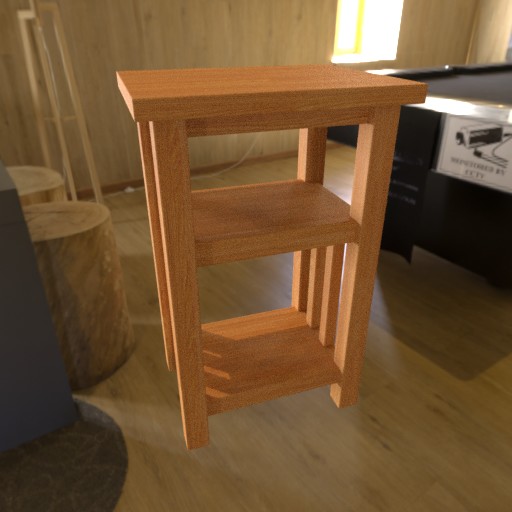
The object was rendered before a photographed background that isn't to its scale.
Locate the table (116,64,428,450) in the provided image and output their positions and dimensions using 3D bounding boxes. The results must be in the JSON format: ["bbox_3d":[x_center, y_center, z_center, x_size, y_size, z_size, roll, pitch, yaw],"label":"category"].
[{"bbox_3d":[0.000,0.000,0.729,0.350,0.550,0.270,-9,30,-16],"label":"table"}]
